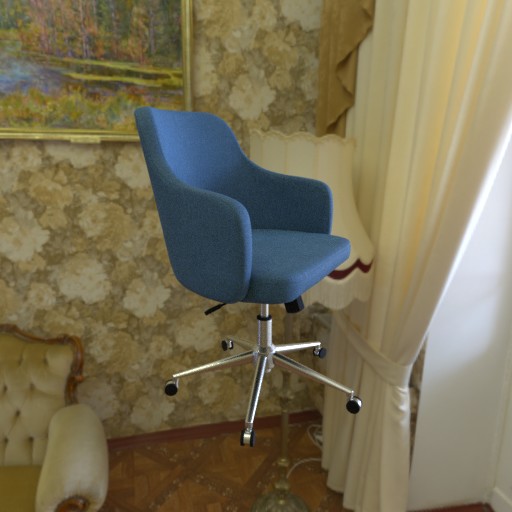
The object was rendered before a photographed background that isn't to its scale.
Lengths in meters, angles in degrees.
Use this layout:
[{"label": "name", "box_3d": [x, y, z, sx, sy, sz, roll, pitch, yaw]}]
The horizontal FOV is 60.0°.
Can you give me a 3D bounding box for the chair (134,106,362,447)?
[{"label": "chair", "box_3d": [0.000, 0.000, 1.276, 0.655, 0.820, 0.599, 7, 16, 27]}]
